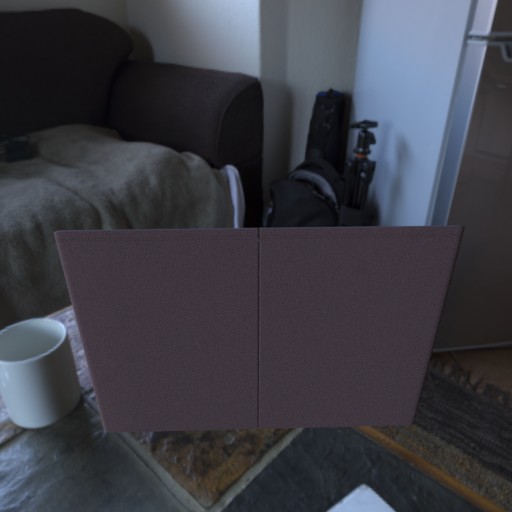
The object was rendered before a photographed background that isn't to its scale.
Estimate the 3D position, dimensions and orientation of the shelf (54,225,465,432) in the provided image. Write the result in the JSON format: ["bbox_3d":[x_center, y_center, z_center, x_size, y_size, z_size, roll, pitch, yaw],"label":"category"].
[{"bbox_3d":[0.000,0.000,0.488,0.292,0.210,0.292,-1,30,-1],"label":"shelf"}]
